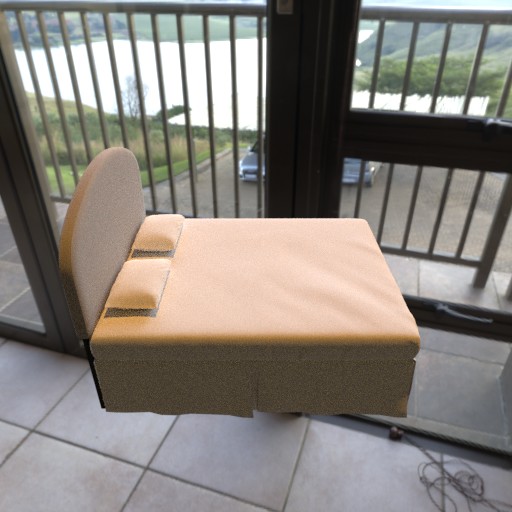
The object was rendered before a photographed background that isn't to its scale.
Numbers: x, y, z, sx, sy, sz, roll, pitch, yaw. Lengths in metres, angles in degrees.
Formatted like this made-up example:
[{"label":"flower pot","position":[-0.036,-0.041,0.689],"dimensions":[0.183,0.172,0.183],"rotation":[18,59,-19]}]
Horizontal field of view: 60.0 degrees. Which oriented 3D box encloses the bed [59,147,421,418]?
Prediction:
[{"label":"bed","position":[0.000,0.000,3.082],"dimensions":[2.005,1.410,1.607],"rotation":[0,32,0]}]
